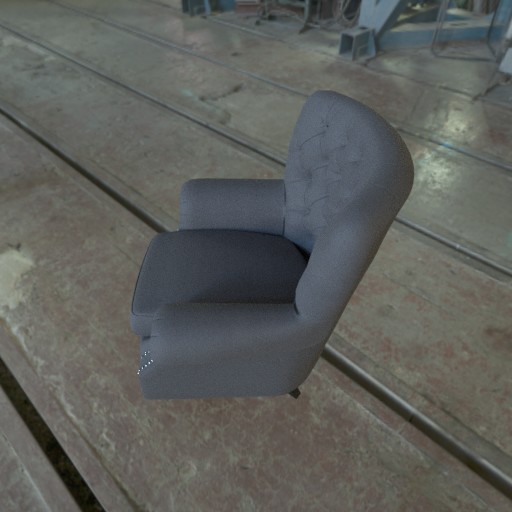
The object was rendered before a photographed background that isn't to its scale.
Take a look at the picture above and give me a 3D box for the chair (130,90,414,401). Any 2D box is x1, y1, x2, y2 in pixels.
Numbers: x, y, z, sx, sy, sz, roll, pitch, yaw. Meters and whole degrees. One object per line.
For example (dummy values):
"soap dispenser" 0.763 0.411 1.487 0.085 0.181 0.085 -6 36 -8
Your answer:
"chair" 0.000 0.000 1.763 0.983 1.046 0.983 0 42 0
